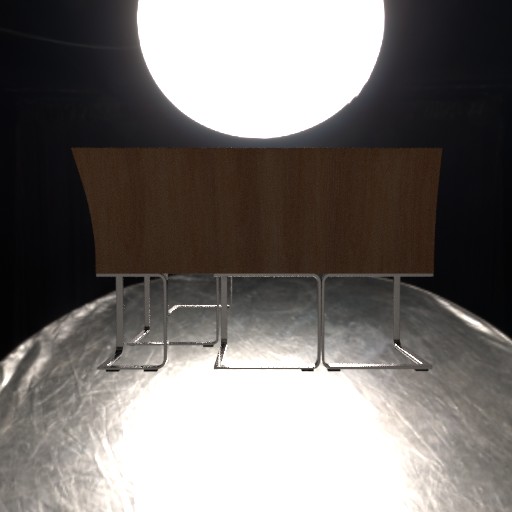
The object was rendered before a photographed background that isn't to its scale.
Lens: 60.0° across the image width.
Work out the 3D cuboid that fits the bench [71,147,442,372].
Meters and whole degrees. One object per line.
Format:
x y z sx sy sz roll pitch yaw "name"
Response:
0.000 0.000 2.769 1.495 0.930 1.945 0 2 0 "bench"
